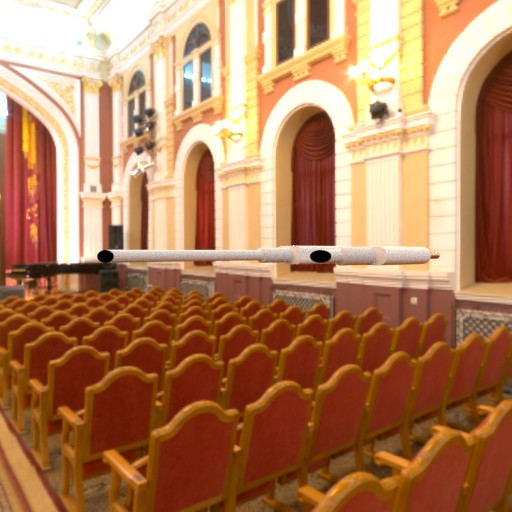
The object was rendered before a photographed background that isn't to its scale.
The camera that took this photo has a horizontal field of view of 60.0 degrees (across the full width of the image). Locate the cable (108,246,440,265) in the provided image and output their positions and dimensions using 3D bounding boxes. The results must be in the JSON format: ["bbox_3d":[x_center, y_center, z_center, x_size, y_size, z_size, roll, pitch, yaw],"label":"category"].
[{"bbox_3d":[0.000,0.000,0.107,0.098,0.006,0.040,0,1,-37],"label":"cable"}]
